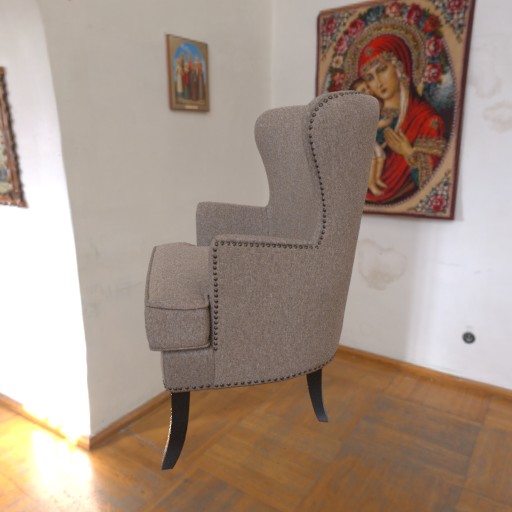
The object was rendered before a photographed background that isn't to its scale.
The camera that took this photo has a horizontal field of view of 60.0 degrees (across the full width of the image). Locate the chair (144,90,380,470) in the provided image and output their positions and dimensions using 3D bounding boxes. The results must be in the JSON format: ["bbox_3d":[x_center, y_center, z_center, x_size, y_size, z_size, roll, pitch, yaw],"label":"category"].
[{"bbox_3d":[0.000,0.000,1.577,0.758,1.060,0.759,-3,15,-10],"label":"chair"}]
